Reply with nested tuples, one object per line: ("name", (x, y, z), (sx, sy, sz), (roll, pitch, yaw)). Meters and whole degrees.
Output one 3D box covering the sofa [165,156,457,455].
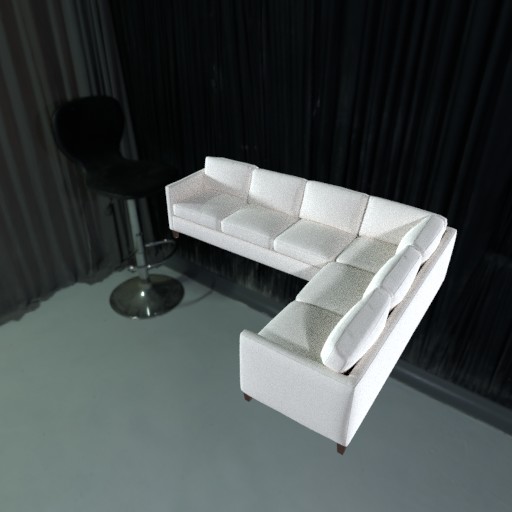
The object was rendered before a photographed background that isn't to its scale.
("sofa", (0.000, 0.000, 4.570), (3.302, 0.947, 2.593), (20, 38, 29))
